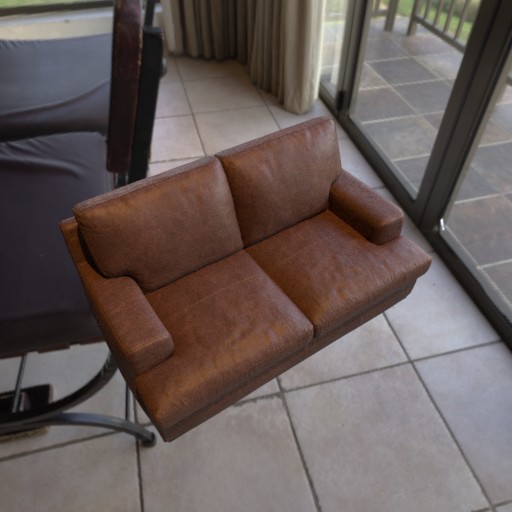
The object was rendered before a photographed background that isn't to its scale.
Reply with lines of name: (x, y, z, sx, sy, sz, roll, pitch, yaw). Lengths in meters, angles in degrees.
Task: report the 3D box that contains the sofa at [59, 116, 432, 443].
sofa: (0.000, 0.000, 2.593, 1.880, 0.939, 1.143, -26, 52, -22)
